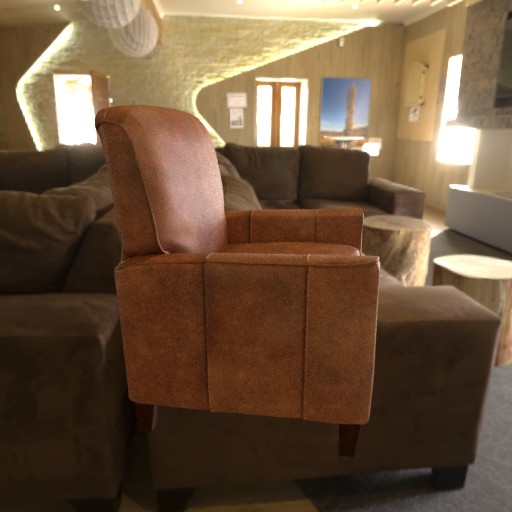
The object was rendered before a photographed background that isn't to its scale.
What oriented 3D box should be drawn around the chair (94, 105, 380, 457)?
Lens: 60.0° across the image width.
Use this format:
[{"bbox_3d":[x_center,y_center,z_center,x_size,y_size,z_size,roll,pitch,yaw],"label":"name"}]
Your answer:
[{"bbox_3d":[0.000,0.000,1.625,0.836,1.043,0.843,3,16,9],"label":"chair"}]
